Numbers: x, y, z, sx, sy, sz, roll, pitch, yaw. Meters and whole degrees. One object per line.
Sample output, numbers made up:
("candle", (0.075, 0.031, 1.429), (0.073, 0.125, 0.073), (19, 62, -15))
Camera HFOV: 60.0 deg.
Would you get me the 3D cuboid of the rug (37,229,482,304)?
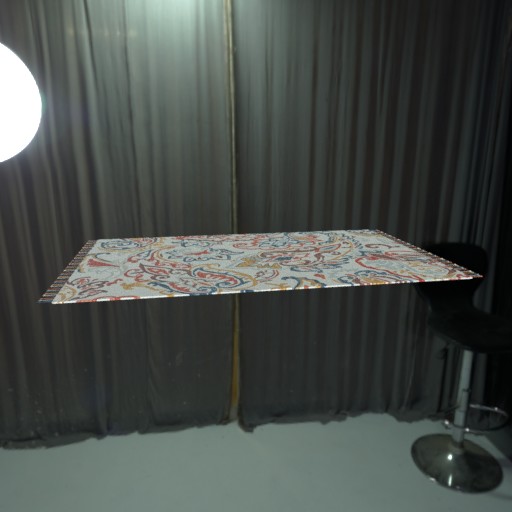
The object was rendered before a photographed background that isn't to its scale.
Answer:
("rug", (0.000, 0.000, 3.238), (2.584, 0.010, 1.523), (-3, 15, -10))
